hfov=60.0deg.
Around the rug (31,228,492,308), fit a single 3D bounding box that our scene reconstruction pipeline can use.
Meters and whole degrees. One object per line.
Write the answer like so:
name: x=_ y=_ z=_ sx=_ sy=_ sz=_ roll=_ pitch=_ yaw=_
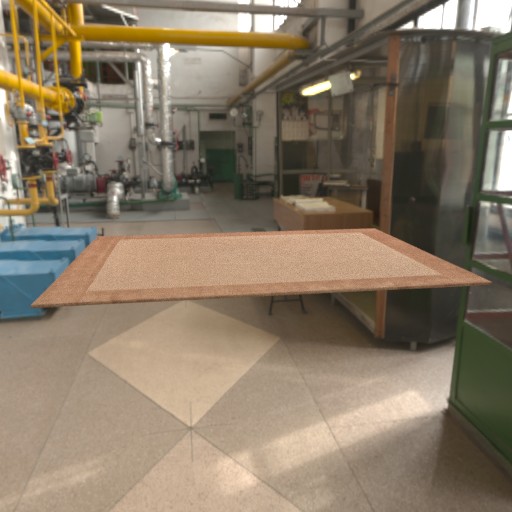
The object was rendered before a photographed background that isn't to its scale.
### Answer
rug: x=0.000 y=0.000 z=2.314 sx=1.829 sy=0.014 sz=1.219 roll=-2 pitch=15 yaw=-8
